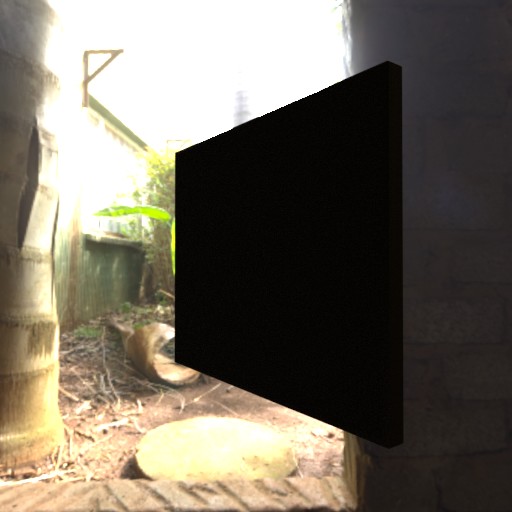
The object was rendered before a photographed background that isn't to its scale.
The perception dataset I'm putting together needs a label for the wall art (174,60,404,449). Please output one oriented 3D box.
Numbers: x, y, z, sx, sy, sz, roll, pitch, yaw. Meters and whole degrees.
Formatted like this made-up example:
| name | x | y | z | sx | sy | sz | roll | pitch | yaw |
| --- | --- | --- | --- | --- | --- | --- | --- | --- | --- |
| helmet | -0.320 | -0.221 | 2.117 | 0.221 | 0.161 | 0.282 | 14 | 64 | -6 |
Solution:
| name | x | y | z | sx | sy | sz | roll | pitch | yaw |
| --- | --- | --- | --- | --- | --- | --- | --- | --- | --- |
| wall art | 0.000 | 0.000 | 0.753 | 0.029 | 0.458 | 0.559 | 1 | -1 | -37 |
